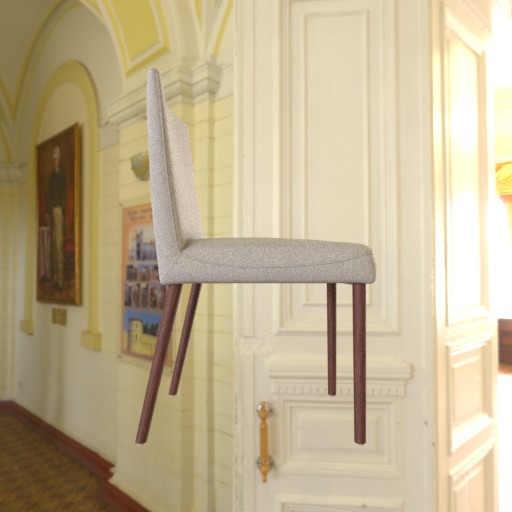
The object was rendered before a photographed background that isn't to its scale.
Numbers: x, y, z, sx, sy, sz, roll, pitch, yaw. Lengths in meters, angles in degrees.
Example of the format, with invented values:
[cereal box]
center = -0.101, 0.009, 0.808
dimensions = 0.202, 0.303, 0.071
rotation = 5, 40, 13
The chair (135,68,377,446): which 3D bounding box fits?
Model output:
[chair]
center = 0.000, 0.000, 1.197
dimensions = 0.570, 0.859, 0.456
rotation = 0, -1, 0
